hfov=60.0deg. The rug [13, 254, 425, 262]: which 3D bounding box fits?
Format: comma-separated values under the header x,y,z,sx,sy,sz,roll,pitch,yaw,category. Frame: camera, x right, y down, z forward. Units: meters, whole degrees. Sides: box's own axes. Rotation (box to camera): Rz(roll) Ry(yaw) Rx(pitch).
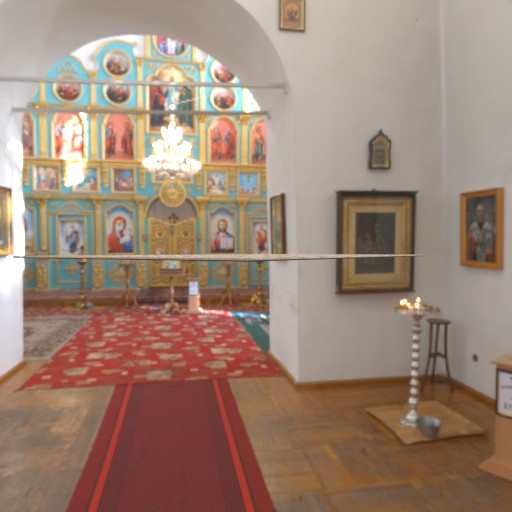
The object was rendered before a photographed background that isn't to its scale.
x,y,z,sx,sy,sz,roll,pitch,yaw,category
0.000,0.000,2.265,1.219,0.008,1.829,0,1,35,rug
